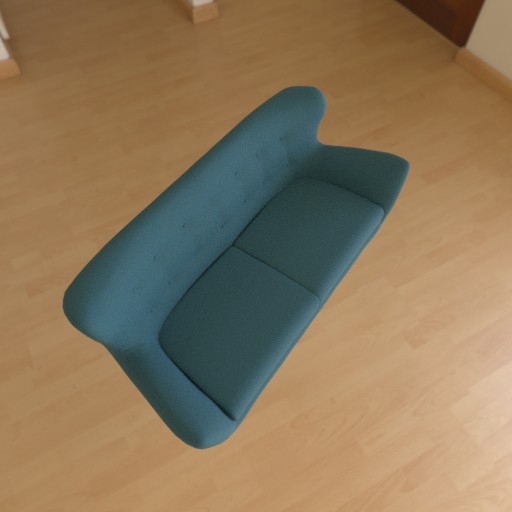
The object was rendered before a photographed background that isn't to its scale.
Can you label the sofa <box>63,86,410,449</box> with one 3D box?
[{"bbox_3d":[0.000,0.000,2.431,0.889,0.890,1.930,31,62,19],"label":"sofa"}]
